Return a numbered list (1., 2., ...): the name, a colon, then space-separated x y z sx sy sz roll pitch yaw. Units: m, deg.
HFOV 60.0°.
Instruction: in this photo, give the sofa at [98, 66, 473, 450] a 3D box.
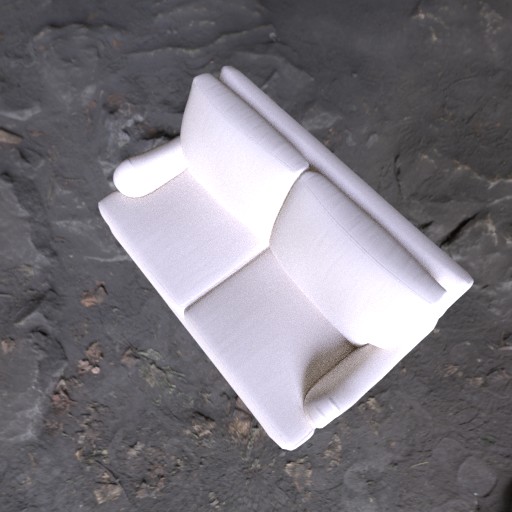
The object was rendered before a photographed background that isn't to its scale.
1. sofa: 0.000 0.000 2.525 1.084 1.101 1.853 -36 69 -16
